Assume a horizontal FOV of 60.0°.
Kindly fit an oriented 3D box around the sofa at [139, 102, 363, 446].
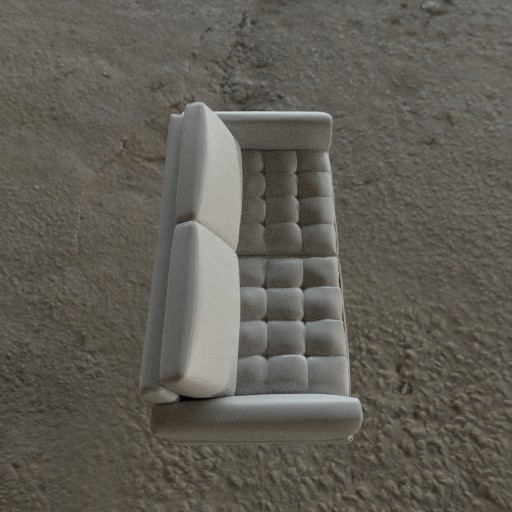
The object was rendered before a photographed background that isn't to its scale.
[{"bbox_3d":[0.000,0.000,2.793,1.121,0.930,2.177,0,63,0],"label":"sofa"}]
